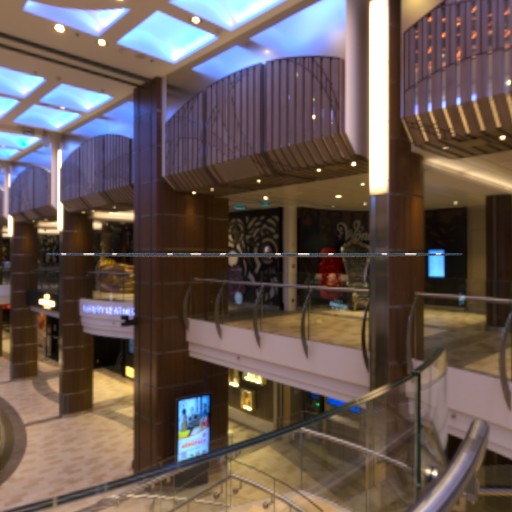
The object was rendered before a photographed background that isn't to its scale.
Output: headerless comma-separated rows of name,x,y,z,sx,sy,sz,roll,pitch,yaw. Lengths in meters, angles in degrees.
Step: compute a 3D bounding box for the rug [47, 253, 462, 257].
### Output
rug,0.000,0.000,4.261,2.438,0.010,3.353,0,0,1
